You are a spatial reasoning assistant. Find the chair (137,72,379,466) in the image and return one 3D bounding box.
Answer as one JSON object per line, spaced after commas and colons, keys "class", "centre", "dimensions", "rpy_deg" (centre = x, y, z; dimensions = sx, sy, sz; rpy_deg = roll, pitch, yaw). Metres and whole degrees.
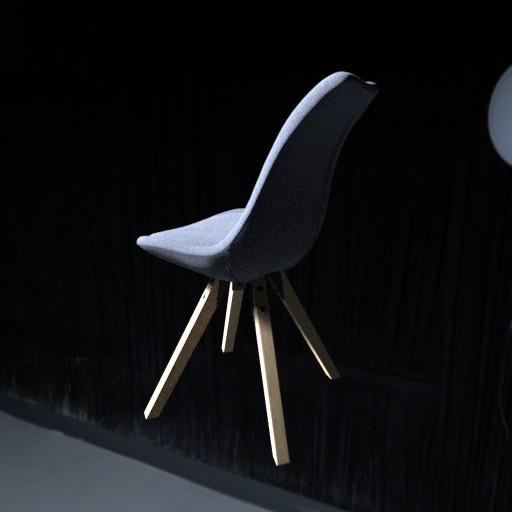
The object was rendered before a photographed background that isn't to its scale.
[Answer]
{"class": "chair", "centre": [0.000, 0.000, 1.166], "dimensions": [0.550, 0.850, 0.485], "rpy_deg": [8, 18, 25]}
